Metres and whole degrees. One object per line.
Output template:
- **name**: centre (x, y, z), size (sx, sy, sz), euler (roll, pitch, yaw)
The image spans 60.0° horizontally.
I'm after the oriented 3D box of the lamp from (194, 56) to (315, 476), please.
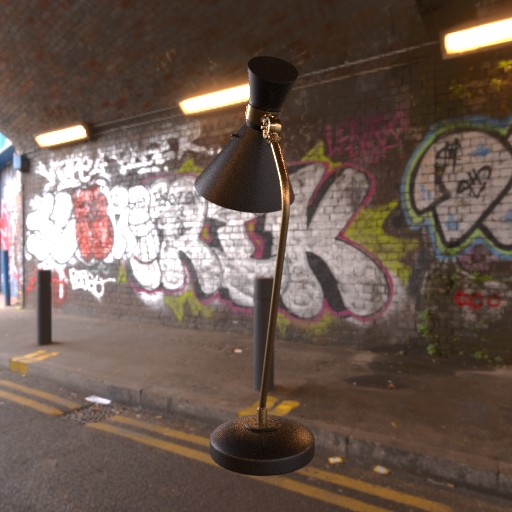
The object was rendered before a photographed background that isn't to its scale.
- **lamp**: centre (0.000, 0.000, 0.767), size (0.189, 0.647, 0.292), euler (0, 0, -18)
